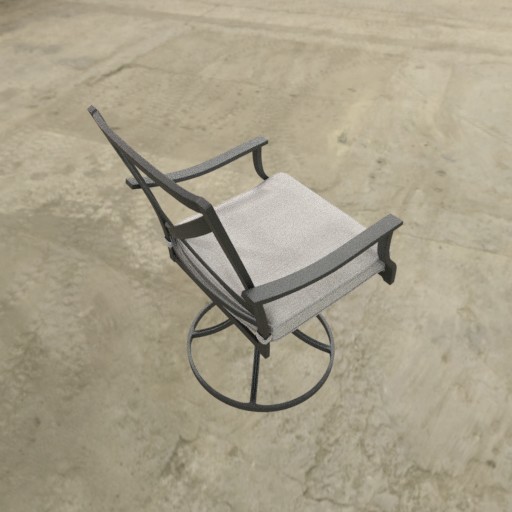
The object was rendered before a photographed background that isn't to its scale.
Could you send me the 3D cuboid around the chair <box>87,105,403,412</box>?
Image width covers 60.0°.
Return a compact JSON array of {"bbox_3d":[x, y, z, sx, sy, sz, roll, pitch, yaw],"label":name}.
[{"bbox_3d":[0.000,0.000,1.285,0.620,0.889,0.575,-28,49,-27],"label":"chair"}]
